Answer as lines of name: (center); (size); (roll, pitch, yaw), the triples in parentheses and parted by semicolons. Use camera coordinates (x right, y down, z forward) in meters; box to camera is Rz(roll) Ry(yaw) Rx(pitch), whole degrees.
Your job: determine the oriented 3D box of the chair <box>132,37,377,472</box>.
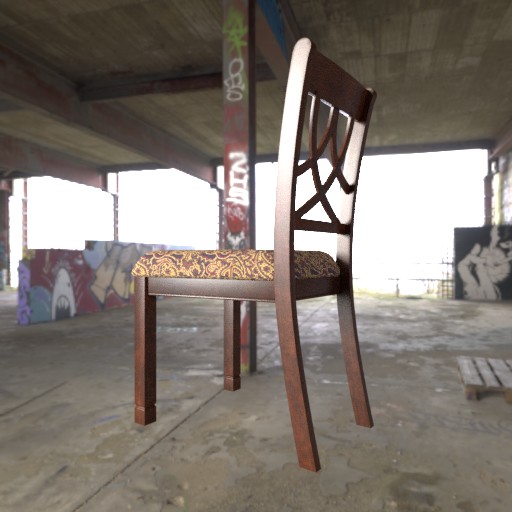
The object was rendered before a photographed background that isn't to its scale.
chair: (0.000, 0.000, 1.297); (0.584, 0.965, 0.457); (0, 0, 36)
